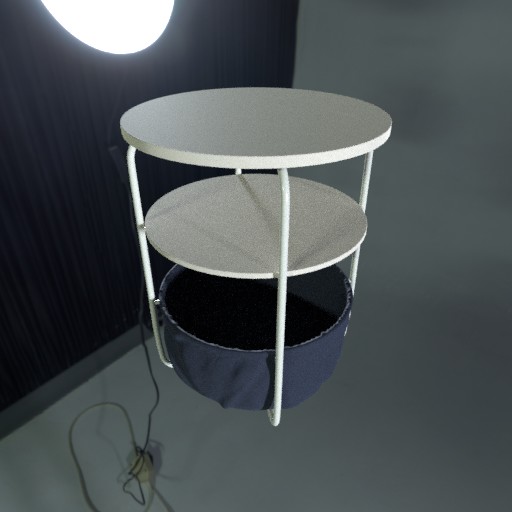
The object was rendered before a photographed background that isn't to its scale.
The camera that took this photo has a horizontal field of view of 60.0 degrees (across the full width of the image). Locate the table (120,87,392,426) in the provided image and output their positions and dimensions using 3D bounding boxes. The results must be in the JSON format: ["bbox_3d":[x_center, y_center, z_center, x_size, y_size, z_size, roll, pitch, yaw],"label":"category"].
[{"bbox_3d":[0.000,0.000,0.844,0.418,0.532,0.418,20,36,29],"label":"table"}]
